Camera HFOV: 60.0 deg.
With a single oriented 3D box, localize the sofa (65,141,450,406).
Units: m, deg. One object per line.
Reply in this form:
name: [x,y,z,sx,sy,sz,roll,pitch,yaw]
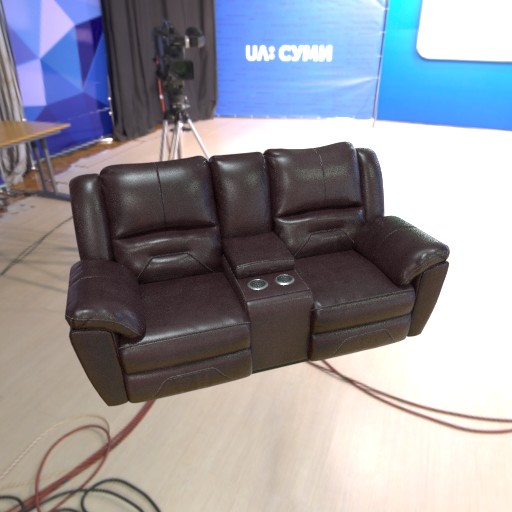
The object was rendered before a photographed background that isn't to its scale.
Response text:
sofa: [0.000,0.000,2.624,2.058,1.043,0.991,-9,31,-15]
